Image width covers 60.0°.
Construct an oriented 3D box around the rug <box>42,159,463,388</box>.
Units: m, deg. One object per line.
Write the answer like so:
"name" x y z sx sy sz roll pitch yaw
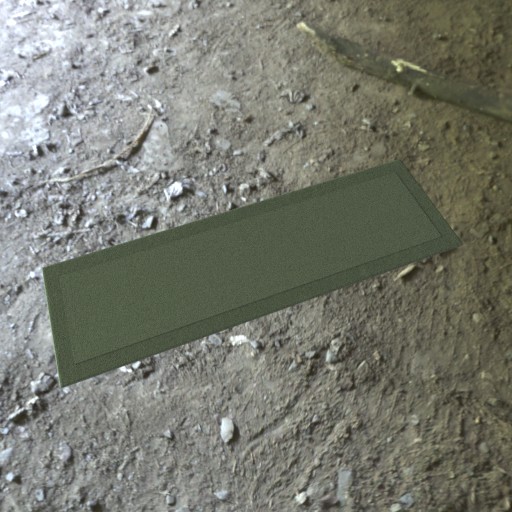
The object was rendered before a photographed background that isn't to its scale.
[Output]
"rug" 0.000 0.000 2.668 2.430 0.012 0.759 -18 61 -11
